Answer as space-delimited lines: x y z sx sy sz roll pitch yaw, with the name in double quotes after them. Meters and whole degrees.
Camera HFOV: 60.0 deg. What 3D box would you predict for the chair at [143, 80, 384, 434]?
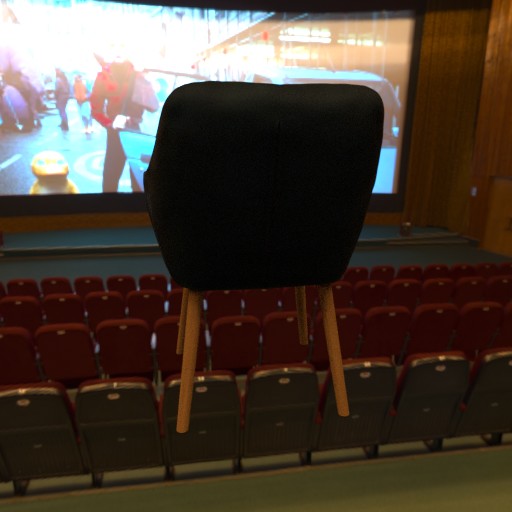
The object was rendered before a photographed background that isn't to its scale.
0.000 0.000 1.205 0.578 0.826 0.573 -2 15 -9 "chair"
